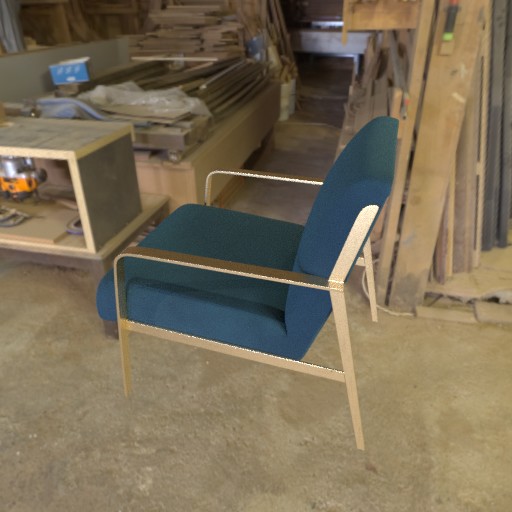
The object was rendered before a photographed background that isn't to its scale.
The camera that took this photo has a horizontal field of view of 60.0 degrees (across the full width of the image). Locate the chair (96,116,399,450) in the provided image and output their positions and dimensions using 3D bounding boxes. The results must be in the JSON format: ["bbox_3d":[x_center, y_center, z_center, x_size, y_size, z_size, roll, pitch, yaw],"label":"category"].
[{"bbox_3d":[0.000,0.000,1.462,0.859,0.831,0.692,9,32,14],"label":"chair"}]
